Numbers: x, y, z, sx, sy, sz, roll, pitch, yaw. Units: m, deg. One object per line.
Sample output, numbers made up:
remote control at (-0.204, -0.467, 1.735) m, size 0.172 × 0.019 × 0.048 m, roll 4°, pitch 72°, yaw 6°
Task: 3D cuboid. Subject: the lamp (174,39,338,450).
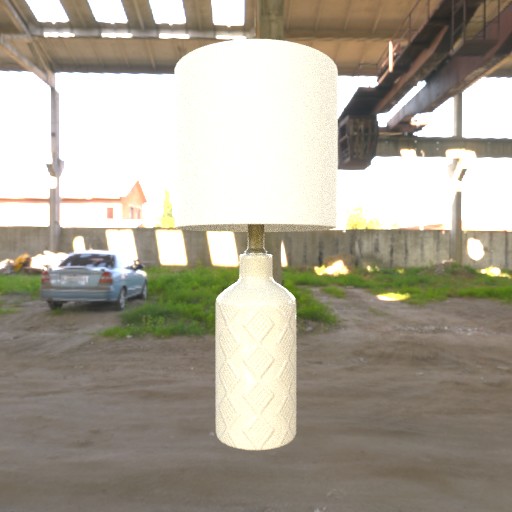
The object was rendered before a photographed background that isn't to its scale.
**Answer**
lamp at (0.000, 0.000, 0.573) m, size 0.207 × 0.461 × 0.207 m, roll -1°, pitch 1°, yaw -34°
